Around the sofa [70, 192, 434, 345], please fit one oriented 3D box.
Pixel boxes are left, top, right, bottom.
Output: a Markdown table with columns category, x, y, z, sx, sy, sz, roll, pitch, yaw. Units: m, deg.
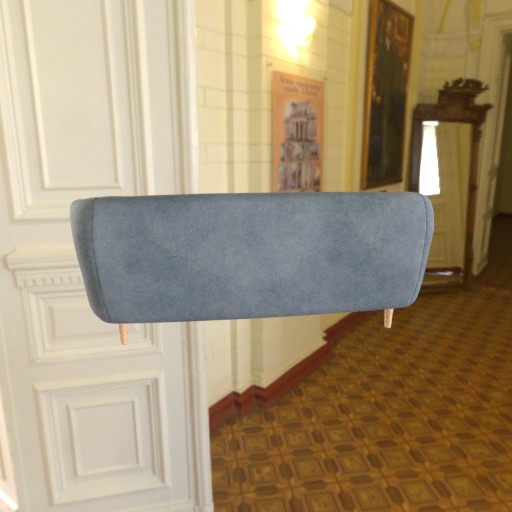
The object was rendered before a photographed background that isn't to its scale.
| category | x | y | z | sx | sy | sz | roll | pitch | yaw |
| --- | --- | --- | --- | --- | --- | --- | --- | --- | --- |
| sofa | 0.000 | 0.000 | 2.560 | 2.095 | 0.795 | 0.849 | -2 | 14 | -9 |
